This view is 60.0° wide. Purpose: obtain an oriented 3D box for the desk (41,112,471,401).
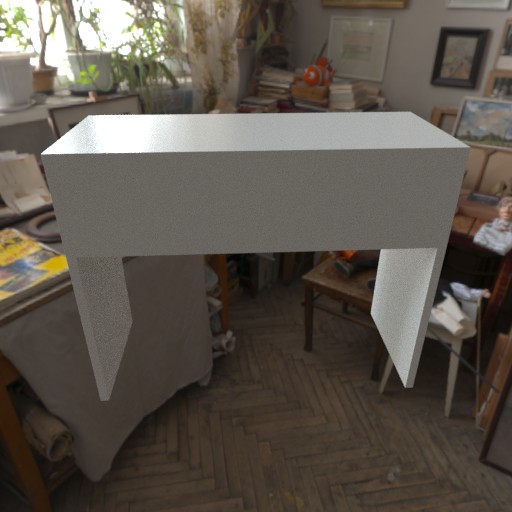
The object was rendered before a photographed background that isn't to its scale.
[{"bbox_3d":[0.000,0.000,1.398,1.000,0.790,0.400,-2,30,-3],"label":"desk"}]
